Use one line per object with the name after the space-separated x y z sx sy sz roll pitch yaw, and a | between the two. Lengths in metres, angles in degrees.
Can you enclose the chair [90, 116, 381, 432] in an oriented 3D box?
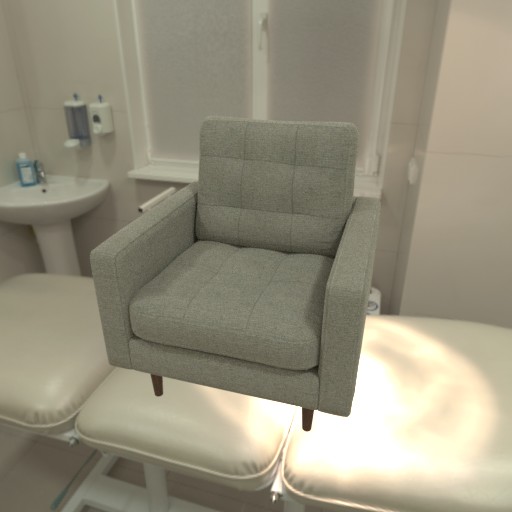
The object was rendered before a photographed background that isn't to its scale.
0.000 0.000 1.608 0.821 0.880 0.843 8 27 15 | chair
